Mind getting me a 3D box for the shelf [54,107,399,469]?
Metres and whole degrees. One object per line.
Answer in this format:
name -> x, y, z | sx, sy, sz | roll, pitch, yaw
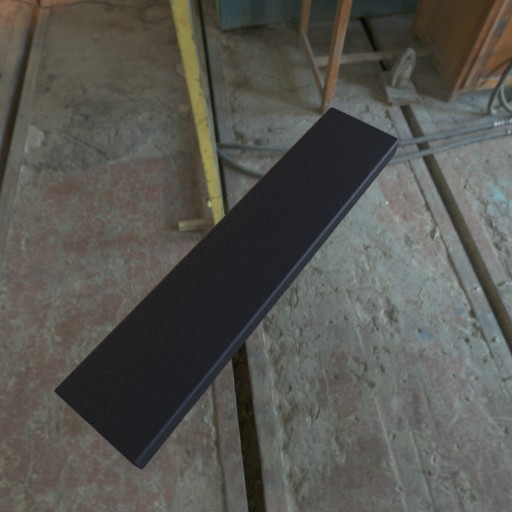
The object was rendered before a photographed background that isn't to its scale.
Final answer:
shelf -> 0.000, 0.000, 0.486 | 0.102, 0.053, 0.456 | 33, 64, 18
